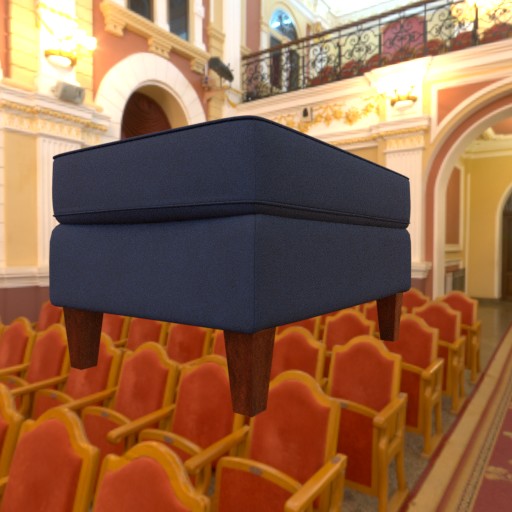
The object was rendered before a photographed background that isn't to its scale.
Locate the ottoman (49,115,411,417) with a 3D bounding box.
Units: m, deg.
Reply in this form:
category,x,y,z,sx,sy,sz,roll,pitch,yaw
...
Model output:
category,x,y,z,sx,sy,sz,roll,pitch,yaw
ottoman,0.000,0.000,1.349,0.686,0.584,0.965,1,2,36
